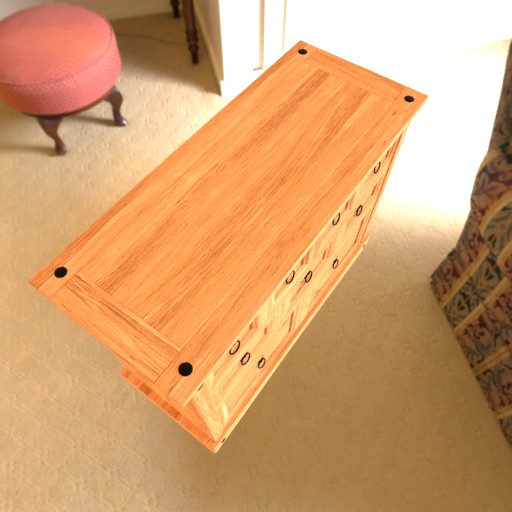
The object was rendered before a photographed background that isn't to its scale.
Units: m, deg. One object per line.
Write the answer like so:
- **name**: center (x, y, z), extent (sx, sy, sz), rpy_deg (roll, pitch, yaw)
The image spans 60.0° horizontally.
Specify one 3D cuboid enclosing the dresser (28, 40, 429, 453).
- **dresser**: center (0.000, 0.000, 1.346), extent (0.410, 0.740, 0.990), rpy_deg (32, 64, 18)
